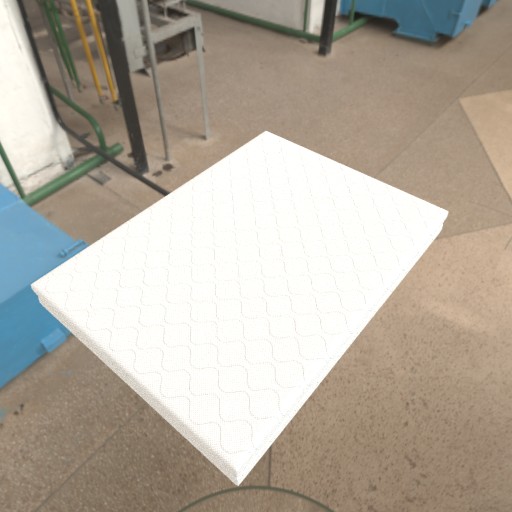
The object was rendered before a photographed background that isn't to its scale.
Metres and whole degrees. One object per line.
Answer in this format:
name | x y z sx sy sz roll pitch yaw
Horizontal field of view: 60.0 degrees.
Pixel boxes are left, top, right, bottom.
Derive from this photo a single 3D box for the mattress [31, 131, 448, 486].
mattress | 0.000 0.000 2.493 1.400 0.200 1.900 31 54 26
